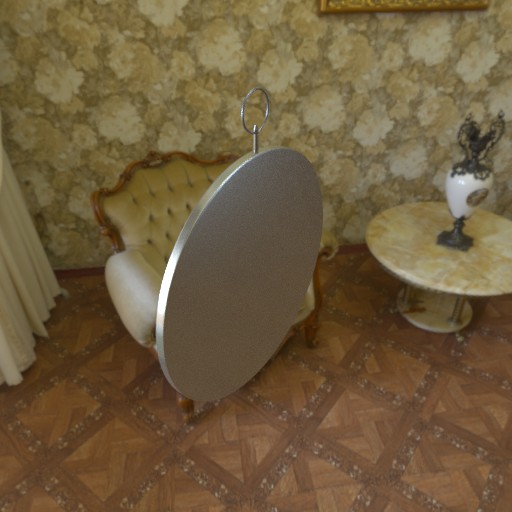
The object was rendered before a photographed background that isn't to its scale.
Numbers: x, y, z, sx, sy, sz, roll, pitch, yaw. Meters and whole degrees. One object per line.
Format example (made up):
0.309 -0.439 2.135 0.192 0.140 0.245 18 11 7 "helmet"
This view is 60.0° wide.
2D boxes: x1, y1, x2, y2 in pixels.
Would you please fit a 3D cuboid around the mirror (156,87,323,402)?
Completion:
0.000 0.000 0.981 0.020 0.713 0.594 21 38 30 "mirror"
